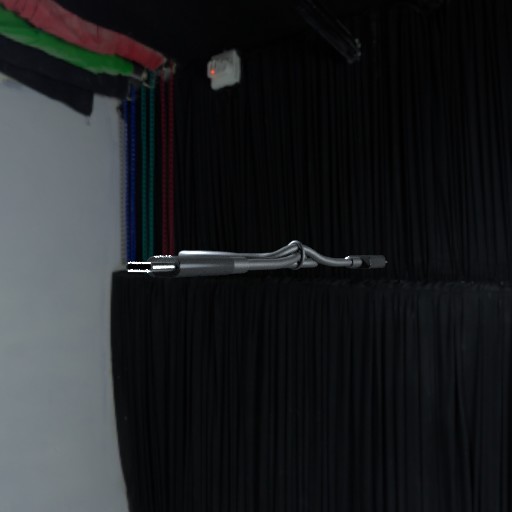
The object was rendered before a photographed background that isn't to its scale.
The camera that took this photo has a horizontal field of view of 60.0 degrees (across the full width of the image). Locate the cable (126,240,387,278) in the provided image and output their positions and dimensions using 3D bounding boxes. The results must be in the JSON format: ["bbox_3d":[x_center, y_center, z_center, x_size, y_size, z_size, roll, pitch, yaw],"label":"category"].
[{"bbox_3d":[0.000,0.000,0.216,0.070,0.014,0.192,0,0,35],"label":"cable"}]
